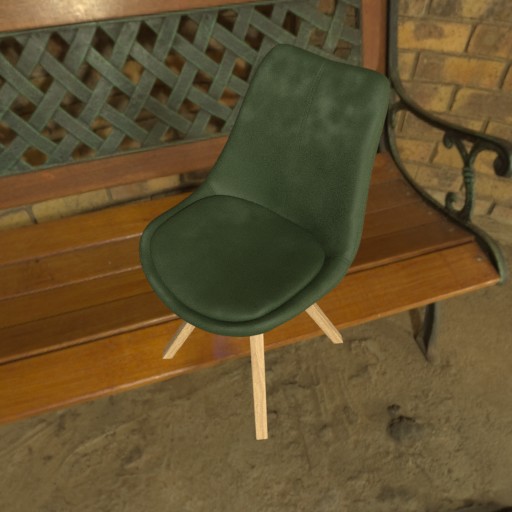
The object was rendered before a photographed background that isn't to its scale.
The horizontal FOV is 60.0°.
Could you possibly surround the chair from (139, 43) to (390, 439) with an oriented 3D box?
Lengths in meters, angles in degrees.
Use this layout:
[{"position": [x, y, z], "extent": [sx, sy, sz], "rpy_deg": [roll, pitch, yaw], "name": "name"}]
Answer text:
[{"position": [0.000, 0.000, 1.155], "extent": [0.483, 0.865, 0.547], "rpy_deg": [31, 53, 27], "name": "chair"}]
